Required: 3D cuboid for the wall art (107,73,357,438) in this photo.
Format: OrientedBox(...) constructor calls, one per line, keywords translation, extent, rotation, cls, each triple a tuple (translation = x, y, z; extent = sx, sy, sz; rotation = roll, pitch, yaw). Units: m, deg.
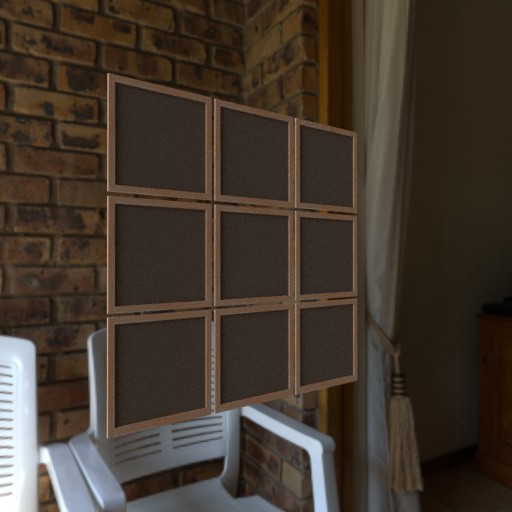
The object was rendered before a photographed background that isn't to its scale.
OrientedBox(translation=(0.000, 0.000, 2.291), extent=(1.520, 1.525, 0.013), rotation=(0, 0, -35), cls="wall art")
